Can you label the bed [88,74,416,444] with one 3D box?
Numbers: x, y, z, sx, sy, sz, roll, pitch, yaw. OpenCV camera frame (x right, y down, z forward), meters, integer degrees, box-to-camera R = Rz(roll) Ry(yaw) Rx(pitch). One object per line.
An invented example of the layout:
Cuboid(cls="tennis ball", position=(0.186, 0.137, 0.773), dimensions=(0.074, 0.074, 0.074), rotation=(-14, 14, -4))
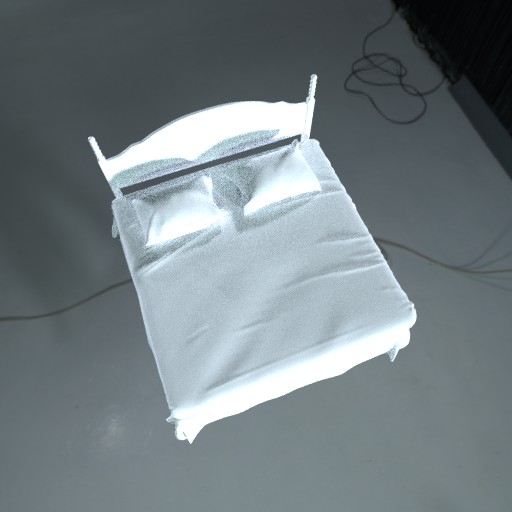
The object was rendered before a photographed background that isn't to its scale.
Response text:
Cuboid(cls="bed", position=(0.000, 0.000, 3.670), dimensions=(2.322, 1.355, 2.219), rotation=(-19, 65, -9))
